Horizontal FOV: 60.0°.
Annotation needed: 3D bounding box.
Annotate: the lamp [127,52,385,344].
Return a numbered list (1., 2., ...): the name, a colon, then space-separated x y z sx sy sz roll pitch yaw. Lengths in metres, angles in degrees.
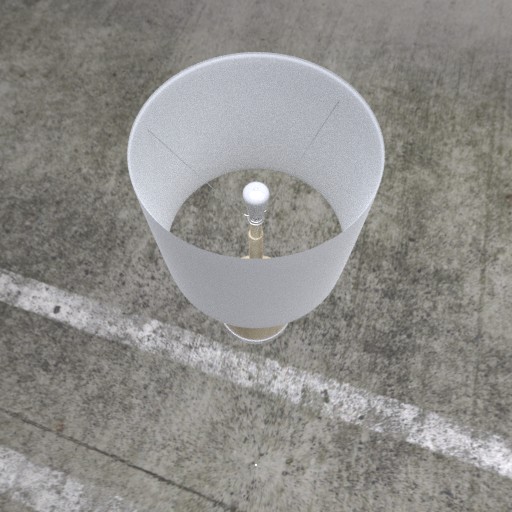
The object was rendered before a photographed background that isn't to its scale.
1. lamp: 0.000 0.000 0.605 0.229 0.470 0.229 17 66 8
